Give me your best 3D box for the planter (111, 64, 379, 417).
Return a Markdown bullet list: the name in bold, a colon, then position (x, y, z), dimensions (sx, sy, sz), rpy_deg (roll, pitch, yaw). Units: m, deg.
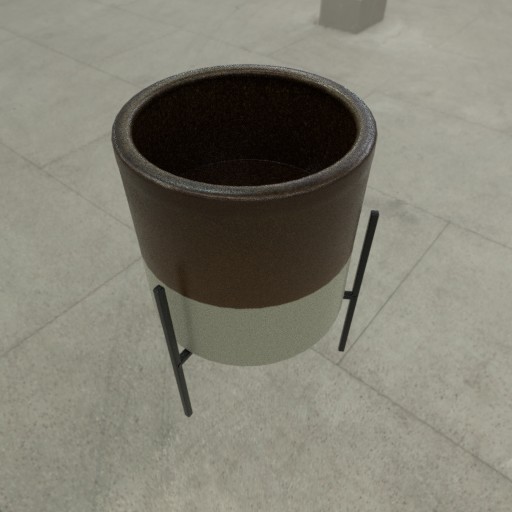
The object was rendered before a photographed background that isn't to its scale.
- **planter**: position (0.000, 0.000, 0.549), dimensions (0.269, 0.375, 0.255), rpy_deg (3, 46, 3)
